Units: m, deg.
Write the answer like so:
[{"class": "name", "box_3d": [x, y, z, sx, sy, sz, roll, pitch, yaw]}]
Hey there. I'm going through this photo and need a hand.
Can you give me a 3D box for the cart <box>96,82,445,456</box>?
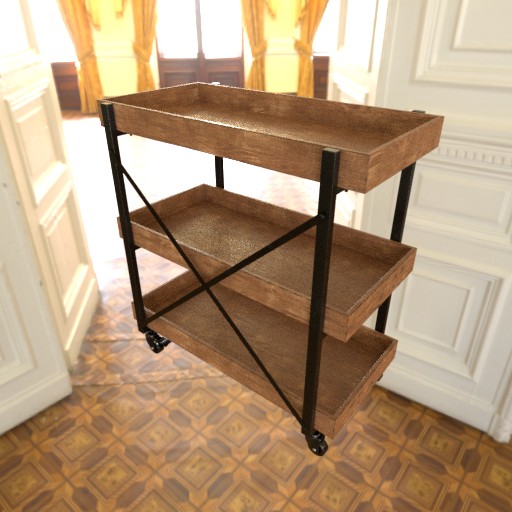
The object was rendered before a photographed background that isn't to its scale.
[{"class": "cart", "box_3d": [0.000, 0.000, 1.233, 0.750, 0.800, 0.411, 22, 36, 33]}]
